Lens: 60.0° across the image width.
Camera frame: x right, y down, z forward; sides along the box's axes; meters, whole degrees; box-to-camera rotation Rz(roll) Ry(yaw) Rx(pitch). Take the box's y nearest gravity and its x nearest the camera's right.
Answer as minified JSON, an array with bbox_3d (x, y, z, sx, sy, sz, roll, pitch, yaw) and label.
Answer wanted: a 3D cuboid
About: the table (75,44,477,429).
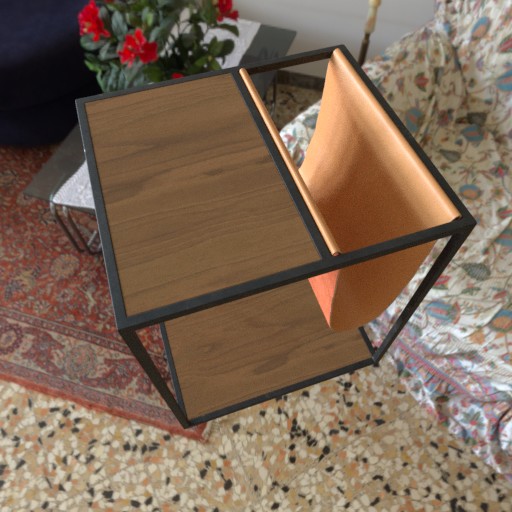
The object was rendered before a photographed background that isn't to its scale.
[{"bbox_3d":[0.000,0.000,0.838,0.450,0.536,0.399,-16,59,-10],"label":"table"}]
